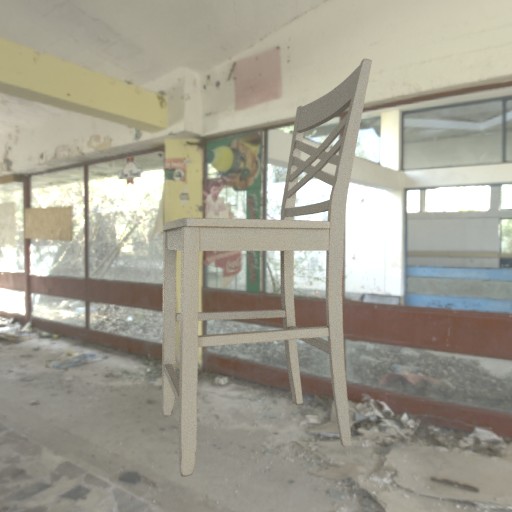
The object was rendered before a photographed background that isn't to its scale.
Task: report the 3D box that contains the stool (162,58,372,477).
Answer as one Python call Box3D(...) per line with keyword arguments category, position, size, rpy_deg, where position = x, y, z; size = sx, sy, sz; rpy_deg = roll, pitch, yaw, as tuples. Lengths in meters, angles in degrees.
Box3D(category="stool", position=(0.000, 0.000, 1.355), size=(0.539, 1.079, 0.462), rpy_deg=(0, 2, -18))
